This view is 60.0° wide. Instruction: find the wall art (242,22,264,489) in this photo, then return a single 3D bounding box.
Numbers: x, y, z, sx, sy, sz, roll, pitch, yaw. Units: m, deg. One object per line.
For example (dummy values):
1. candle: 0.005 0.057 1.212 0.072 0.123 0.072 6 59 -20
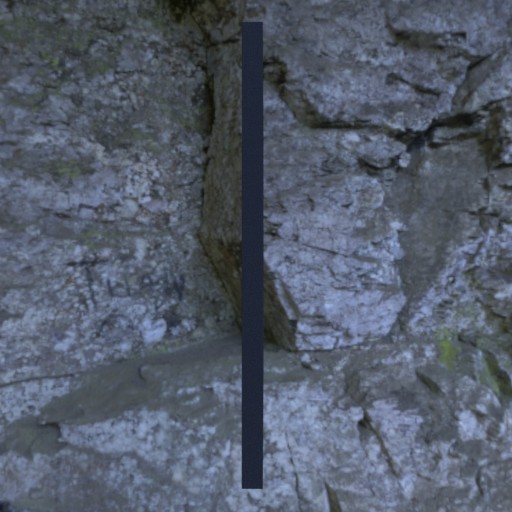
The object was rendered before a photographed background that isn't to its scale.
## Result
1. wall art: 0.000 0.000 0.692 0.023 0.505 0.428 0 0 1
